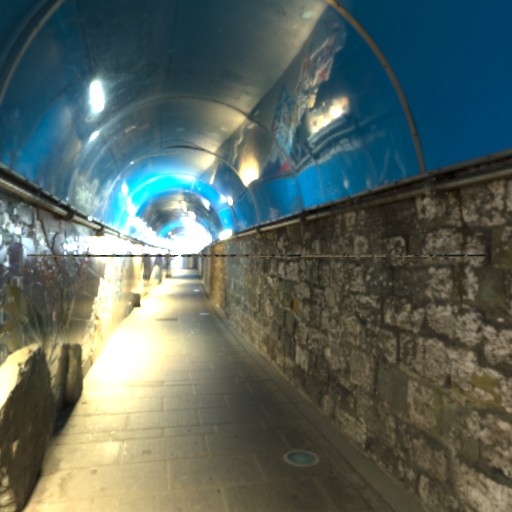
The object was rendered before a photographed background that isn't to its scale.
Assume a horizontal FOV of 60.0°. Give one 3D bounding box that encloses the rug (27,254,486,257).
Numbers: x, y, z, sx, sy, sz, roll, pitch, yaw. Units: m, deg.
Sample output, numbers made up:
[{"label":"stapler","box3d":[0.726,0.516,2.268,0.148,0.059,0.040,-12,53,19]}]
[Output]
[{"label":"rug","box3d":[0.000,0.000,2.718,2.435,0.011,0.750,0,0,1]}]
